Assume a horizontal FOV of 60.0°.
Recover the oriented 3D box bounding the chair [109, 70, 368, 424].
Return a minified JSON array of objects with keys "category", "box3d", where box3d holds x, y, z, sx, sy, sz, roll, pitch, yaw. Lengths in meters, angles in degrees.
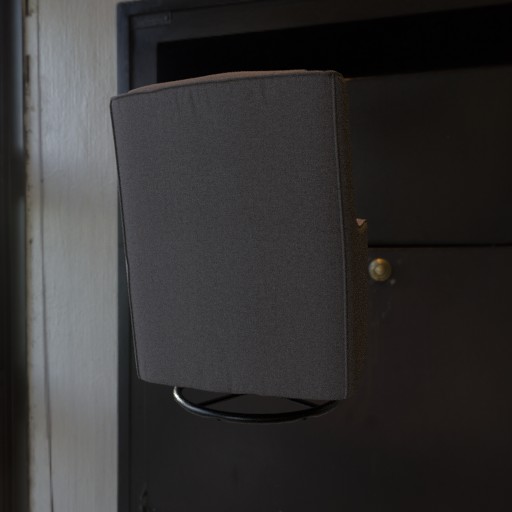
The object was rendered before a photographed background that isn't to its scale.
[{"category":"chair","box3d":[0.000,0.000,1.566,0.732,0.993,0.879,0,1,17]}]
